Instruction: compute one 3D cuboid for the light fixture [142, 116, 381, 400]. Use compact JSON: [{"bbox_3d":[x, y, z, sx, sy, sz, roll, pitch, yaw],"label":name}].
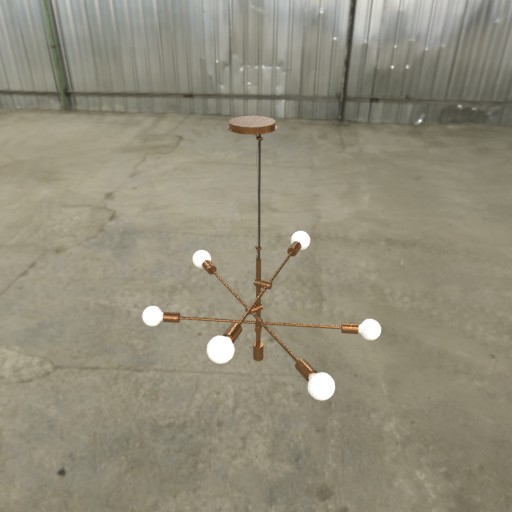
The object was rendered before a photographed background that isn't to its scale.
[{"bbox_3d":[0.000,0.000,1.243,0.682,0.744,0.637,19,35,29],"label":"light fixture"}]
